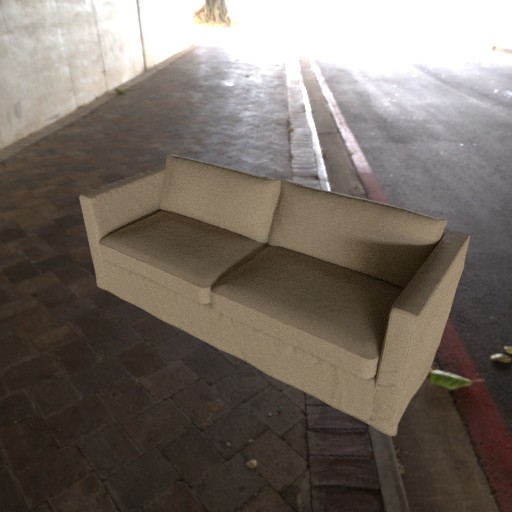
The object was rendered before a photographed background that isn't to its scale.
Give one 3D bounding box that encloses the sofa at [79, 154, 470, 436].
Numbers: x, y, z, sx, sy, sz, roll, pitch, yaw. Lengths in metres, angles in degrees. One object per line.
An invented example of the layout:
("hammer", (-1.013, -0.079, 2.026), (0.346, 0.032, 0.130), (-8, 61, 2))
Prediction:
("sofa", (0.000, 0.000, 2.823), (2.296, 0.847, 0.956), (20, 36, 30))
